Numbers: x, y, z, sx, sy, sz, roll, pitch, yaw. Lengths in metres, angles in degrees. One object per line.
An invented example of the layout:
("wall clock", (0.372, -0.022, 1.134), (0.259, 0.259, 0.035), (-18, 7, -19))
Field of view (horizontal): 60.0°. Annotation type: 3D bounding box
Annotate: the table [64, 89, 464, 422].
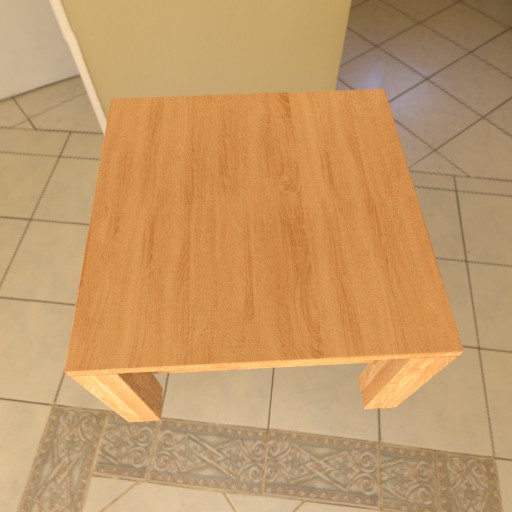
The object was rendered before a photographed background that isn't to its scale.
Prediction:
("table", (0.000, 0.000, 1.145), (0.700, 0.450, 0.700), (-3, 59, -2))
